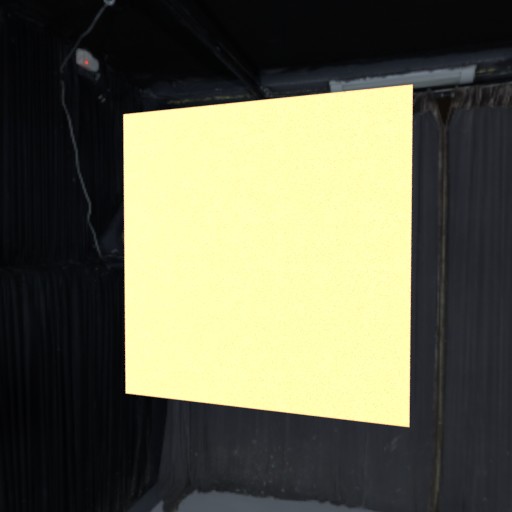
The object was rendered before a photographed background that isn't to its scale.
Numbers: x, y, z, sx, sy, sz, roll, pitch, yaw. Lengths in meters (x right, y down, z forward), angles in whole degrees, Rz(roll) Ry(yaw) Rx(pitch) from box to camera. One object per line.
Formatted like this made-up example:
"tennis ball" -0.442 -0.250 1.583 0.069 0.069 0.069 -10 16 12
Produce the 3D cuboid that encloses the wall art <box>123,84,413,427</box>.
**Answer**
"wall art" 0.000 0.000 0.841 0.554 0.572 0.037 1 2 18
